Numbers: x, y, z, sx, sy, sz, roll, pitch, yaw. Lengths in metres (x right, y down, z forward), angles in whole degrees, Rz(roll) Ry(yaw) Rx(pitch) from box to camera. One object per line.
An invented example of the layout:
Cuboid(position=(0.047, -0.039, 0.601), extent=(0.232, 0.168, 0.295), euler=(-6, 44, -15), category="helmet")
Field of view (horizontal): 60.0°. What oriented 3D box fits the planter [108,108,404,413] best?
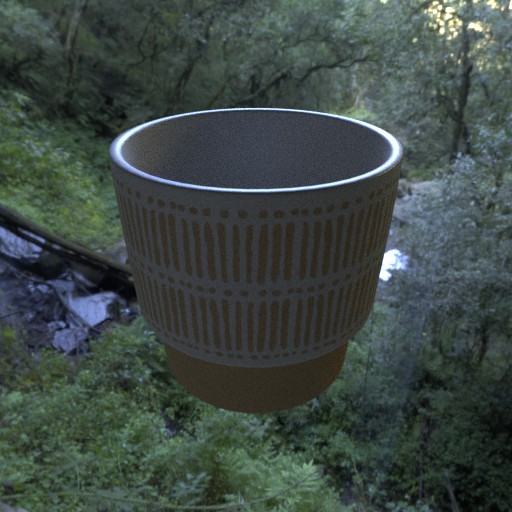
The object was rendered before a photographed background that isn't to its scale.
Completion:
Cuboid(position=(0.000, 0.000, 0.569), extent=(0.317, 0.303, 0.317), euler=(0, 30, 0), category="planter")
